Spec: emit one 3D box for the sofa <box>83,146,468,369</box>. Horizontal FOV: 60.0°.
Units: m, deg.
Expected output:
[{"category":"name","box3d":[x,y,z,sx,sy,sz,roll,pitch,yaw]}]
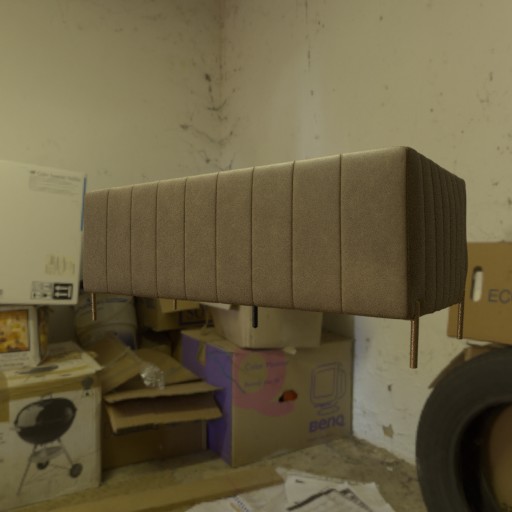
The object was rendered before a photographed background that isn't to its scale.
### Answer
[{"category":"sofa","box3d":[0.000,0.000,2.392,1.980,0.779,0.876,0,0,36]}]
